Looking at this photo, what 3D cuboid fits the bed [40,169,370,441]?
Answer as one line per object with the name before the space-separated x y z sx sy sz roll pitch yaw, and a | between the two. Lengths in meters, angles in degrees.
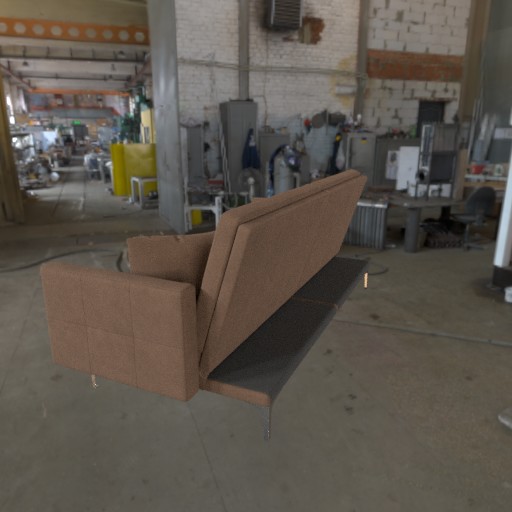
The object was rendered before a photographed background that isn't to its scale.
bed | 0.000 0.000 2.317 0.889 0.787 1.905 7 17 24
